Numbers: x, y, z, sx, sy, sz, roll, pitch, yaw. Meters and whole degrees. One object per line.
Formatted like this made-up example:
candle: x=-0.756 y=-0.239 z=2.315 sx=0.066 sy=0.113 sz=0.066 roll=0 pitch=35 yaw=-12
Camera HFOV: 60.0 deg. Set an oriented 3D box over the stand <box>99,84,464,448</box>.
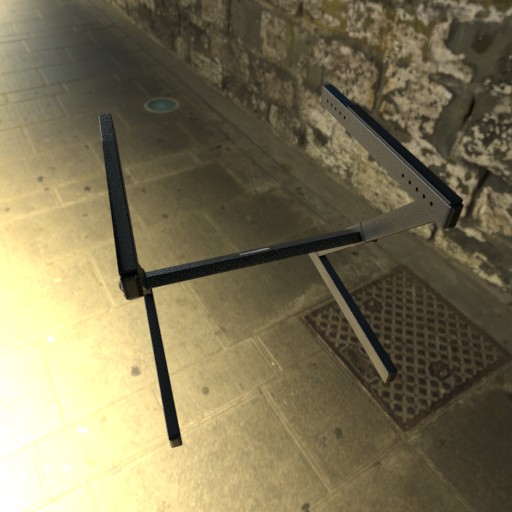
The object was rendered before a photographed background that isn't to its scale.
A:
stand: x=0.000 y=0.000 z=1.156 sx=0.700 sy=0.617 sz=0.586 roll=-12 pitch=45 yaw=-13
